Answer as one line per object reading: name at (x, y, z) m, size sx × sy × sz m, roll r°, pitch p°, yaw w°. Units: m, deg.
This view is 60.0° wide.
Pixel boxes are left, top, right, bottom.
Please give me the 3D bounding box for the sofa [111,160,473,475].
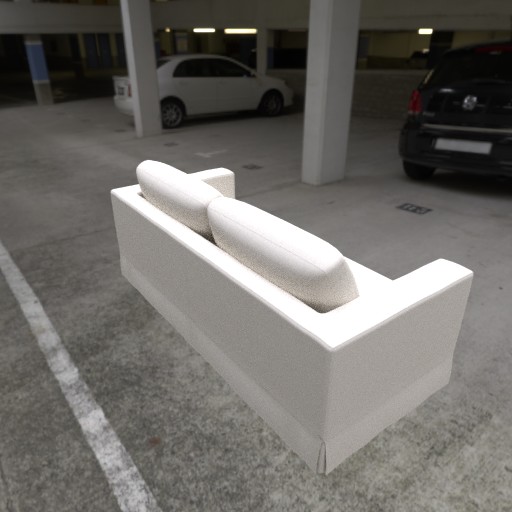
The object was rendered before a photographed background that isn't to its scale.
sofa at (0.000, 0.000, 2.644) m, size 0.954 × 0.881 × 2.163 m, roll -19°, pitch 33°, yaw -32°
